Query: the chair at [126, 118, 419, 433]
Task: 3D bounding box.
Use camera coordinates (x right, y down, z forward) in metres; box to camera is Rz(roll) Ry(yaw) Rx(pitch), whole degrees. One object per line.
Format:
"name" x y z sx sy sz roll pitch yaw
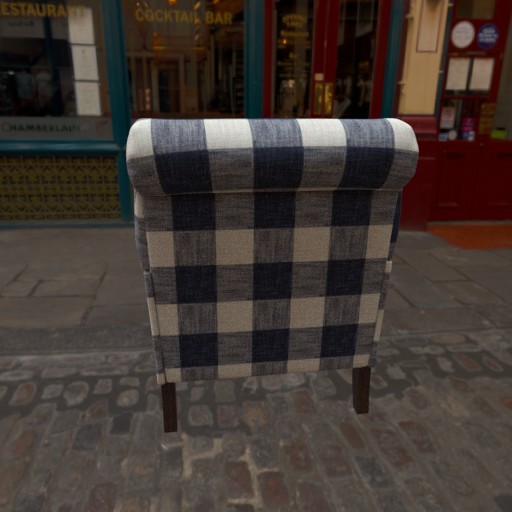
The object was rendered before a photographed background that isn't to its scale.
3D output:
"chair" 0.000 0.000 1.605 0.781 0.953 0.848 -2 18 -8
